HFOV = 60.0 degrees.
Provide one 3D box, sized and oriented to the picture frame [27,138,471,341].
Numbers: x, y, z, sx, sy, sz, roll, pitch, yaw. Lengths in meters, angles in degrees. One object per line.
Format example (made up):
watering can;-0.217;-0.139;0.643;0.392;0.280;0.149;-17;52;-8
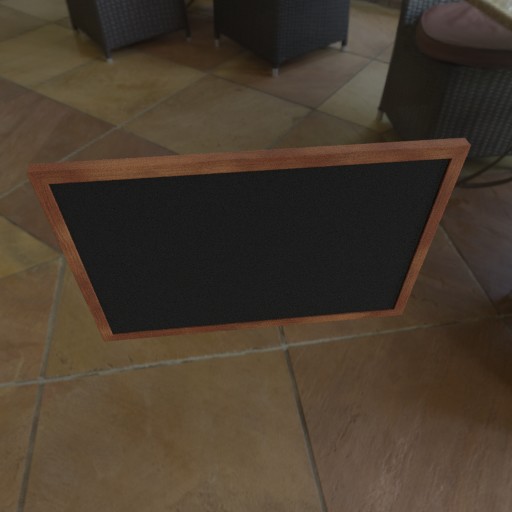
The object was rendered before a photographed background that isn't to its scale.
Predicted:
picture frame;0.000;0.000;1.187;0.950;0.640;0.029;-4;47;-4
